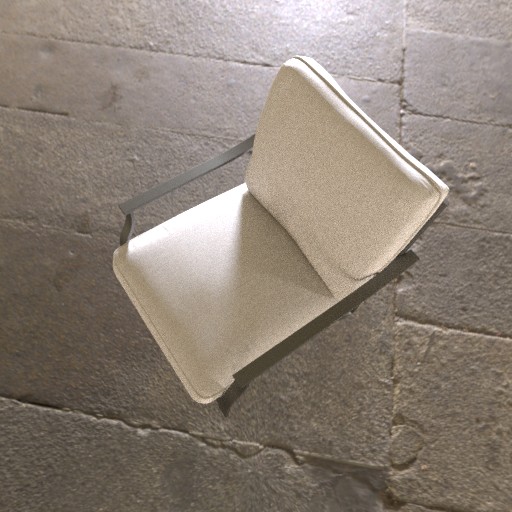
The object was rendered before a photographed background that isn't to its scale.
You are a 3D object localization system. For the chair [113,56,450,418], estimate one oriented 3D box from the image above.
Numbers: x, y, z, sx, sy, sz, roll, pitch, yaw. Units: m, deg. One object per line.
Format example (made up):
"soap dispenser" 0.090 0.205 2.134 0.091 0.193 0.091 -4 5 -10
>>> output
"chair" 0.000 0.000 1.397 0.787 0.860 0.650 -32 68 -15
